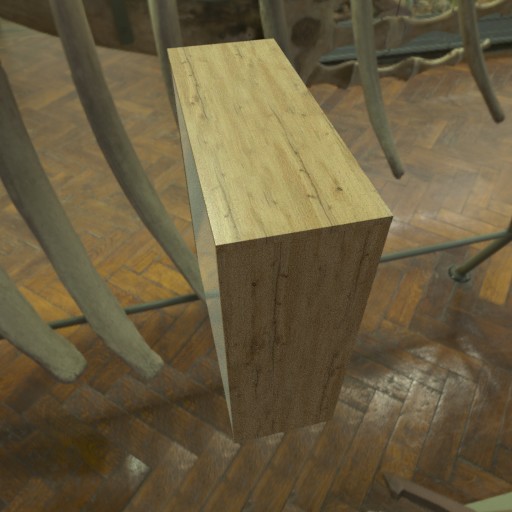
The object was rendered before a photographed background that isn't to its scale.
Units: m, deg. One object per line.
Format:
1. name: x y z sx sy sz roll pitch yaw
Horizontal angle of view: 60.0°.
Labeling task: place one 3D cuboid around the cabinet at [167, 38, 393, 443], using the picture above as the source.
1. cabinet: 0.000 0.000 1.979 0.473 1.397 1.168 -10 48 -9
